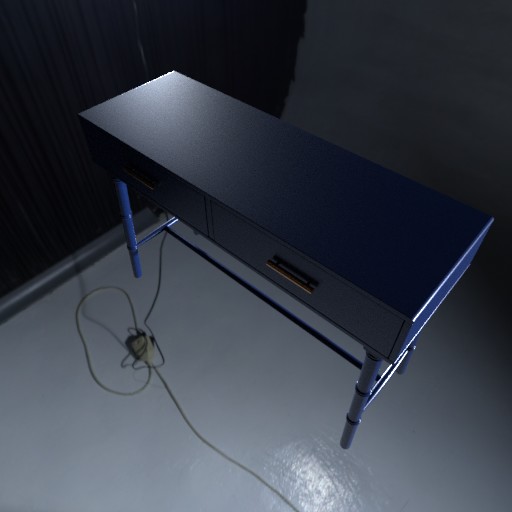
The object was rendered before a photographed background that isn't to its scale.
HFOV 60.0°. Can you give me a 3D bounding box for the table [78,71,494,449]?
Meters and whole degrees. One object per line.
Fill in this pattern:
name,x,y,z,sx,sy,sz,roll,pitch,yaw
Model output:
table,0.000,0.000,1.444,1.118,0.749,0.399,33,56,27
